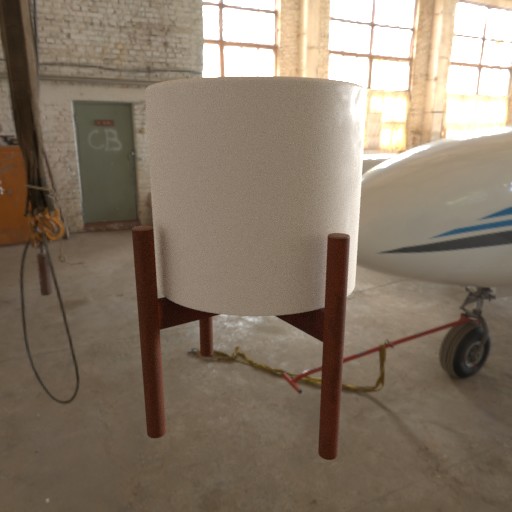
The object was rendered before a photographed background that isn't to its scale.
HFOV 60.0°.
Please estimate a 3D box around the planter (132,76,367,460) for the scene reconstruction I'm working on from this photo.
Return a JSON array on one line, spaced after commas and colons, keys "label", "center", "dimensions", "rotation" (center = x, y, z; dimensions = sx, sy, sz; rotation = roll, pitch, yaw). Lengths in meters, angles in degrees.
[{"label": "planter", "center": [0.000, 0.000, 0.506], "dimensions": [0.224, 0.358, 0.224], "rotation": [3, 16, 11]}]
